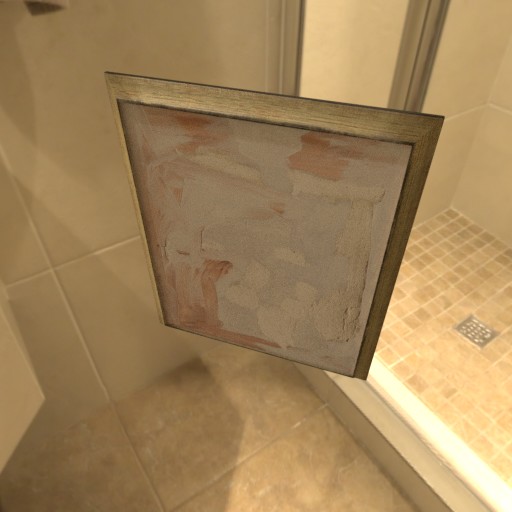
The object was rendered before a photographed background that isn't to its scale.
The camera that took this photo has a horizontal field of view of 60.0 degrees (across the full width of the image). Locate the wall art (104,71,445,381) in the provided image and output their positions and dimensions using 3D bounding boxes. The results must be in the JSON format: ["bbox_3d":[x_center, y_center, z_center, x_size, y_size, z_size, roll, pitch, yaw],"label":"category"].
[{"bbox_3d":[0.000,0.000,0.622,0.381,0.457,0.023,13,43,14],"label":"wall art"}]
